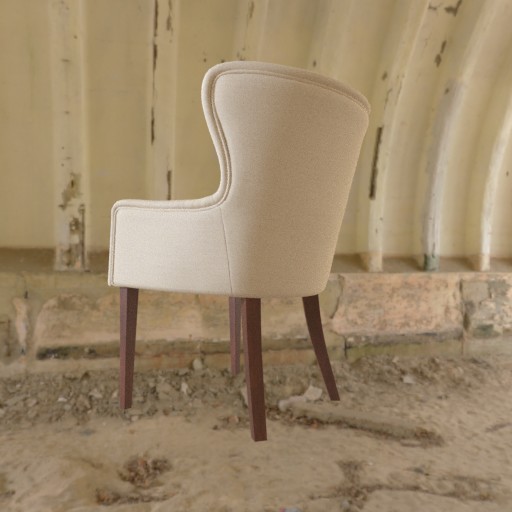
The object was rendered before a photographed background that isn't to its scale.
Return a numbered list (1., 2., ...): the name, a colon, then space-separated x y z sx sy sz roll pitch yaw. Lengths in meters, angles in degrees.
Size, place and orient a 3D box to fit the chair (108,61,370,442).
1. chair: 0.000 0.000 1.476 0.744 0.990 0.696 -1 -1 37
